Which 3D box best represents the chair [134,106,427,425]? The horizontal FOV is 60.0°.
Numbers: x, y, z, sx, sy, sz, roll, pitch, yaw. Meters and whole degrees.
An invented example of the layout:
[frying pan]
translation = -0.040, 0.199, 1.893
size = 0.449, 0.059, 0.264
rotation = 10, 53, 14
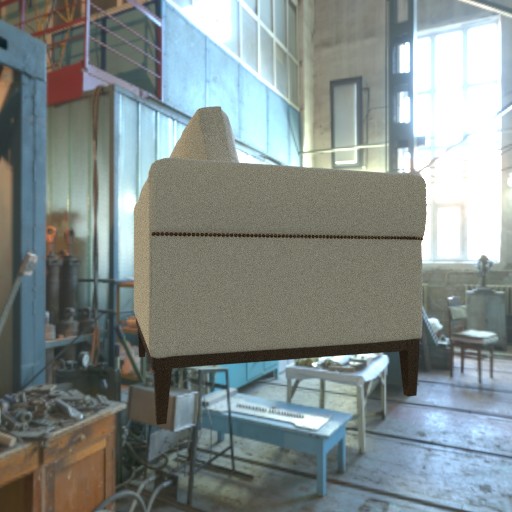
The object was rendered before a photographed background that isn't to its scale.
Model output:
[chair]
translation = 0.000, 0.000, 1.749
size = 0.896, 0.915, 0.982
rotation = 0, 0, -18
